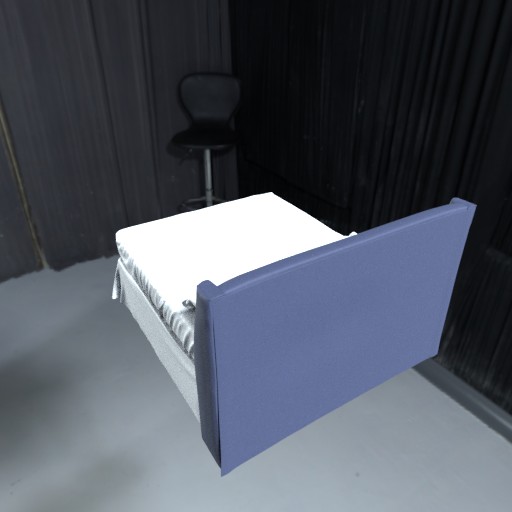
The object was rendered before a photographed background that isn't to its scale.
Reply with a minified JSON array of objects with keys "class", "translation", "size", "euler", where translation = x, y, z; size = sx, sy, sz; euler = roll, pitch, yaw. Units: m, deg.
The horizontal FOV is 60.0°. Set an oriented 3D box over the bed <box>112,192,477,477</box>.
[{"class":"bed","translation":[0.000,0.000,3.511],"size":[1.925,1.332,2.276],"euler":[-18,35,-27]}]
